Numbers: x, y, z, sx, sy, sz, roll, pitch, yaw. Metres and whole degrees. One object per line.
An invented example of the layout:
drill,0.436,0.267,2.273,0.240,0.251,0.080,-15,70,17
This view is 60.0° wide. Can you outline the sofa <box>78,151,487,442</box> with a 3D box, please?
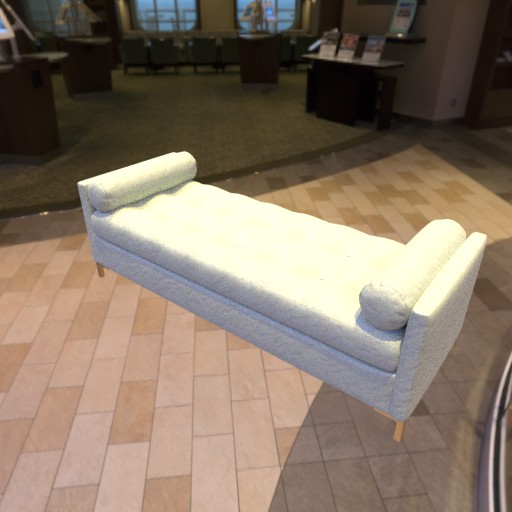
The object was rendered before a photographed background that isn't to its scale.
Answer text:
sofa,0.000,0.000,2.445,2.102,0.705,0.796,21,36,32
